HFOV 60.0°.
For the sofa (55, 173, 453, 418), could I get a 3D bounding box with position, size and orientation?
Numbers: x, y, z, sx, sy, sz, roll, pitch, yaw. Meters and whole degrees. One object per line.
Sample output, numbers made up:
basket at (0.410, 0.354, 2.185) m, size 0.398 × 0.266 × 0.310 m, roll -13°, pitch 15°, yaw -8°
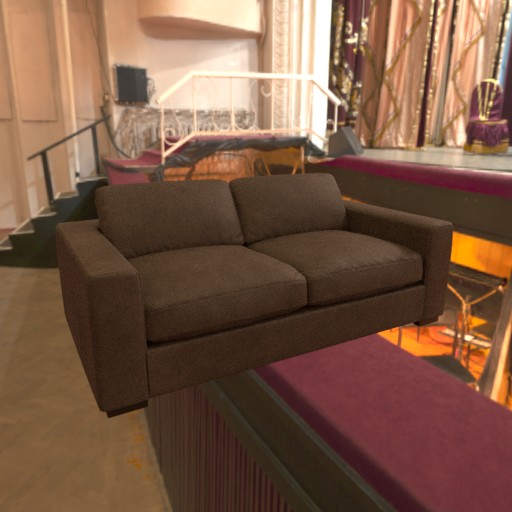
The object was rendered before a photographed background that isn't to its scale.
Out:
sofa at (0.000, 0.000, 2.440) m, size 1.920 × 0.800 × 1.070 m, roll -9°, pitch 18°, yaw -28°
